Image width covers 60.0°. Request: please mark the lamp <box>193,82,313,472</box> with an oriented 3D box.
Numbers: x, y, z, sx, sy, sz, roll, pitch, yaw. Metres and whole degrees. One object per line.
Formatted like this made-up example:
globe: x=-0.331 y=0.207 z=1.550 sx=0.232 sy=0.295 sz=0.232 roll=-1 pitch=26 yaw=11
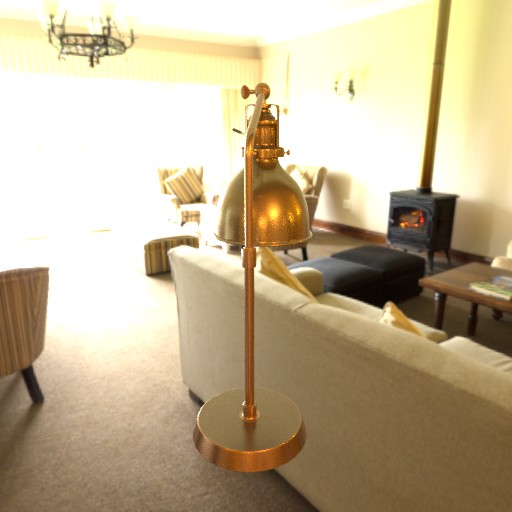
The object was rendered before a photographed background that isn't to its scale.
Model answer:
lamp: x=0.000 y=0.000 z=0.604 sx=0.153 sy=0.456 sz=0.286 roll=2 pitch=16 yaw=7
